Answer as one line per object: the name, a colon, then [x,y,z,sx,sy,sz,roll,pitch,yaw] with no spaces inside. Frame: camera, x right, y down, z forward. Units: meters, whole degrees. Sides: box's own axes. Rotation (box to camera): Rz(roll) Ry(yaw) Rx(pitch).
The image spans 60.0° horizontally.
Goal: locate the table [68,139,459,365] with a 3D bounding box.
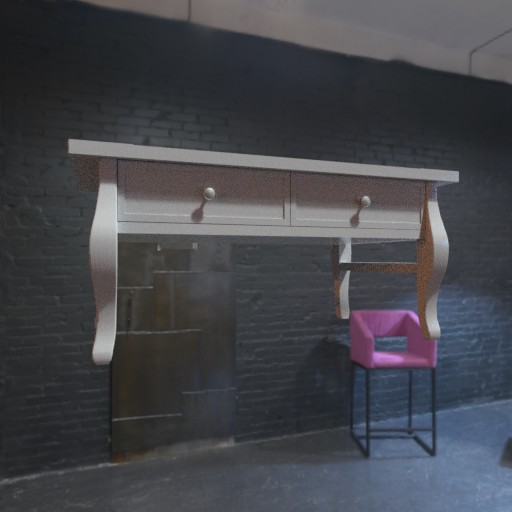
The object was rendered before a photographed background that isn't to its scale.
table: [0.000,0.000,1.402,1.062,0.495,0.600,0,-1,-19]
